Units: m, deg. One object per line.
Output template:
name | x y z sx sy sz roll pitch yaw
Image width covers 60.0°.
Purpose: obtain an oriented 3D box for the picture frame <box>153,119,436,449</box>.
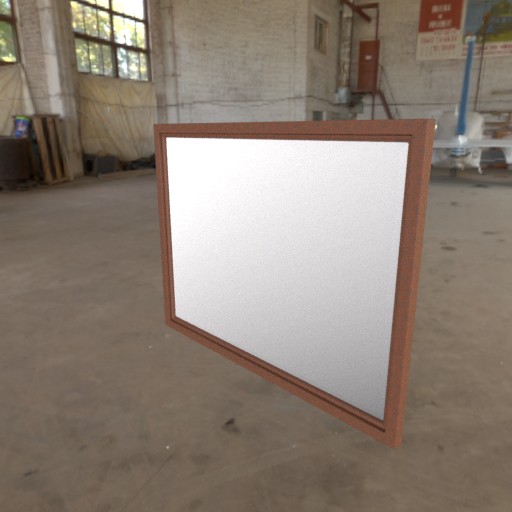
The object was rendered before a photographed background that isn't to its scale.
picture frame | 0.000 0.000 1.759 0.045 1.018 1.329 -15 22 -42
